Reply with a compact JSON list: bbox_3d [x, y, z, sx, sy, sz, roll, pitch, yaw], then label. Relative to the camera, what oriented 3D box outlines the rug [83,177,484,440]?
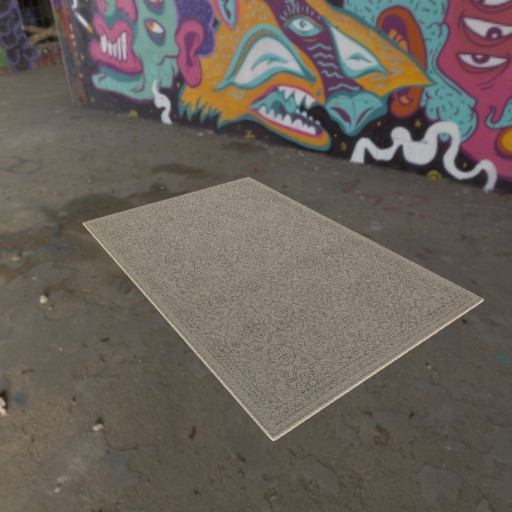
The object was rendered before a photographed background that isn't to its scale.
[{"bbox_3d":[0.000,0.000,2.318,1.219,0.010,1.829,-21,38,-30],"label":"rug"}]
